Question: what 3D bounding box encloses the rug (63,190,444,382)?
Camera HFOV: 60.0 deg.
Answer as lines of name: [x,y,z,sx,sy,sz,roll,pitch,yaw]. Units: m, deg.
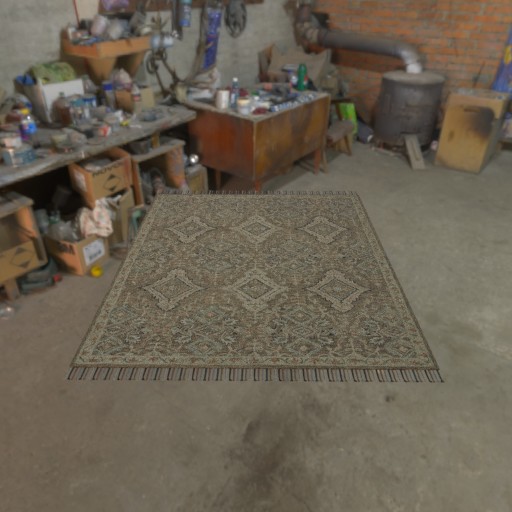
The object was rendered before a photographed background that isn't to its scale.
rug: [0.000,0.000,4.120,2.437,0.010,3.056,0,31,0]
